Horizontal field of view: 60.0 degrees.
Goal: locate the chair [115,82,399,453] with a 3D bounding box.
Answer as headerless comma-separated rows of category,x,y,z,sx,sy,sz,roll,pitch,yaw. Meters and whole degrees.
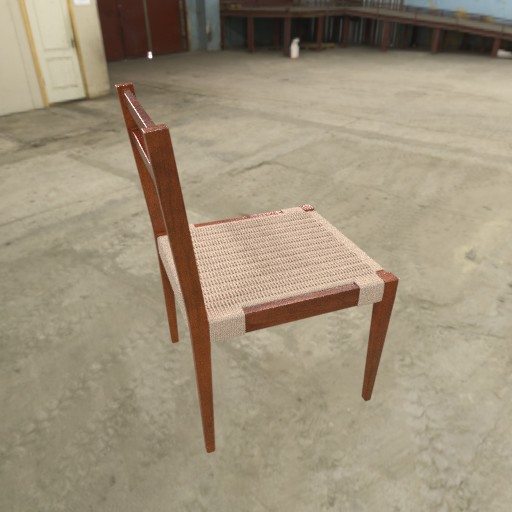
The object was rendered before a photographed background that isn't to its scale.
chair,0.000,0.000,1.210,0.569,0.851,0.495,-11,32,-18
